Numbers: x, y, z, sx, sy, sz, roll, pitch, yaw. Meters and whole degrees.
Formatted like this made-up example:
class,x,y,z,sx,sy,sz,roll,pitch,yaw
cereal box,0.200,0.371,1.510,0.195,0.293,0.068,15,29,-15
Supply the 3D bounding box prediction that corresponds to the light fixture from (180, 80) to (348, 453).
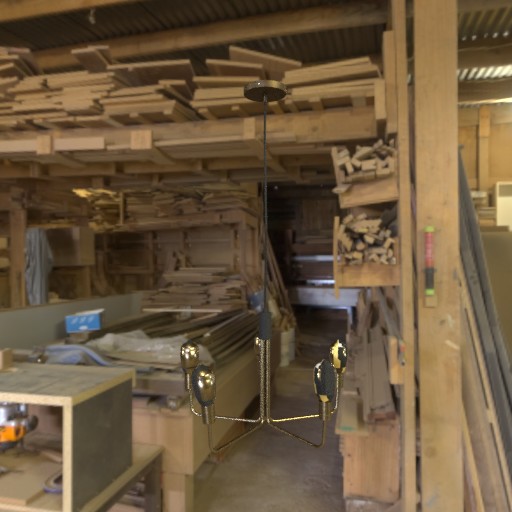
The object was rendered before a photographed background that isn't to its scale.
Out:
class,x,y,z,sx,sy,sz,roll,pitch,yaw
light fixture,0.000,0.000,1.389,0.532,1.059,0.588,0,0,17
